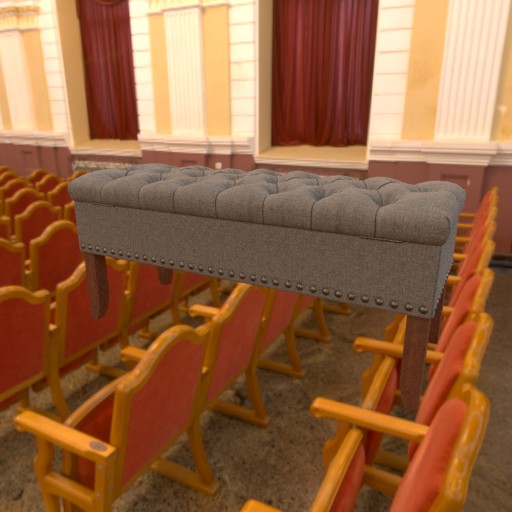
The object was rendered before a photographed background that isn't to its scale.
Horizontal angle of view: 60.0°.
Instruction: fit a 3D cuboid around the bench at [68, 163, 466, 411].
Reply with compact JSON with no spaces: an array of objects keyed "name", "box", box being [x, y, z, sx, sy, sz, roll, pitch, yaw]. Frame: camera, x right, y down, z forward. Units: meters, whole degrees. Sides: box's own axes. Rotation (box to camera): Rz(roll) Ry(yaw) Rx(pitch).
[{"name":"bench","box":[0.000,0.000,1.299,1.052,0.470,0.417,9,20,27]}]
